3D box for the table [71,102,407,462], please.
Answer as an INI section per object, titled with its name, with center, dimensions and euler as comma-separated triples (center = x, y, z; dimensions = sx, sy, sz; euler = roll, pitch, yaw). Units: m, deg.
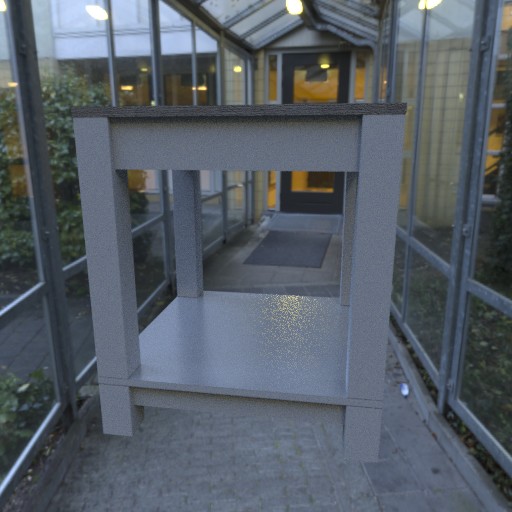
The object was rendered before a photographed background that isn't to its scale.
[table]
center = 0.000, 0.000, 0.969
dimensions = 0.506, 0.587, 0.504
euler = 2, 14, 9
